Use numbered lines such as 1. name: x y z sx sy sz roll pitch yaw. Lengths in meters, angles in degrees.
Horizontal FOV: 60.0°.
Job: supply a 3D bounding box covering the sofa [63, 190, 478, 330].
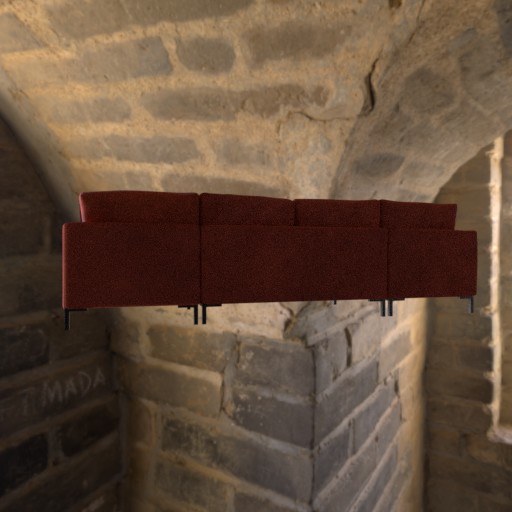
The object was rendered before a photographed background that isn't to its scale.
1. sofa: 0.000 0.000 3.898 2.971 0.858 1.981 0 0 -16
